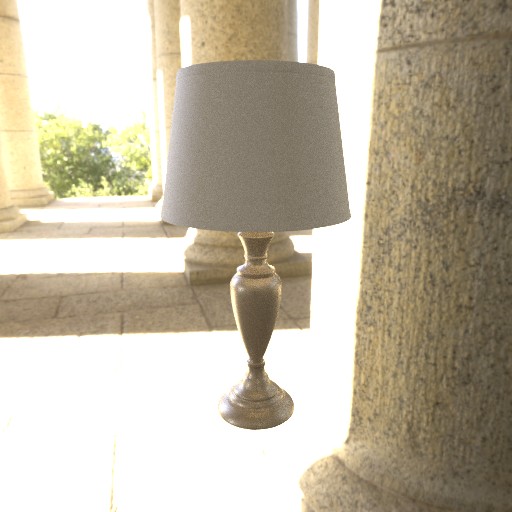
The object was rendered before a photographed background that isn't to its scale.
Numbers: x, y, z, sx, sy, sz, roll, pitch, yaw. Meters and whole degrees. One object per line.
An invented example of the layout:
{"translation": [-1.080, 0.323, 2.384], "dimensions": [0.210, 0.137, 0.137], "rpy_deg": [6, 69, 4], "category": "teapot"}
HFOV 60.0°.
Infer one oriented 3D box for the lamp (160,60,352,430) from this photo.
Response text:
{"translation": [0.000, 0.000, 0.797], "dimensions": [0.328, 0.612, 0.328], "rpy_deg": [0, 14, 0], "category": "lamp"}
